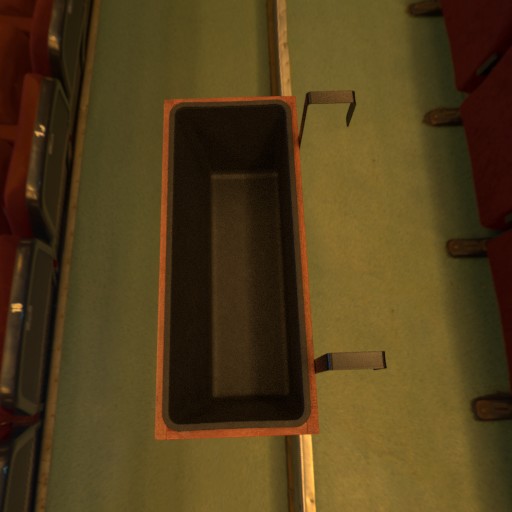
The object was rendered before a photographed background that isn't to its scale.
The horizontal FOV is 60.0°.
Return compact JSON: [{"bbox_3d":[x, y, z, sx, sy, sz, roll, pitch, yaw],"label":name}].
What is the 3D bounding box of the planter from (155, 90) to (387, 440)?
[{"bbox_3d":[0.000,0.000,0.644,0.262,0.289,0.480,-2,73,-1],"label":"planter"}]
